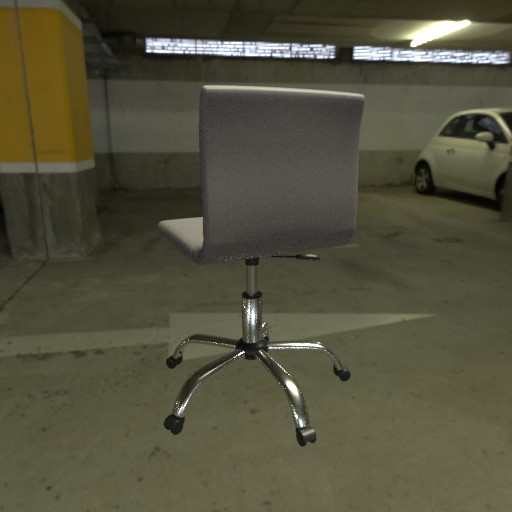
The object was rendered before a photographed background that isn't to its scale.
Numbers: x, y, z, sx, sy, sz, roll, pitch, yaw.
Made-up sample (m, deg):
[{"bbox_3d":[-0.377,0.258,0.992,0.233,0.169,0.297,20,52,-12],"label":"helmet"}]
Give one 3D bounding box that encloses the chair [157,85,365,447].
[{"bbox_3d":[0.000,0.000,1.134,0.556,0.780,0.530,-8,17,-27],"label":"chair"}]
